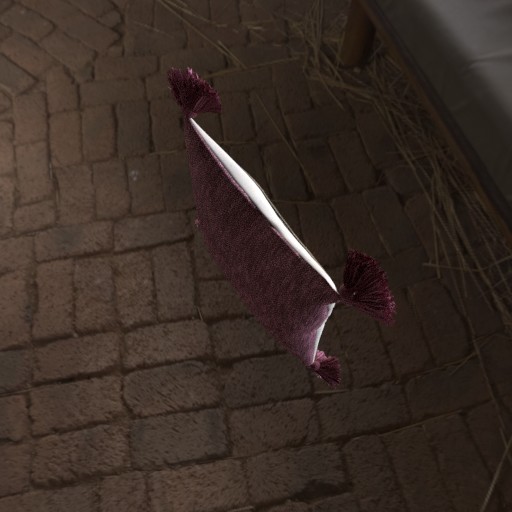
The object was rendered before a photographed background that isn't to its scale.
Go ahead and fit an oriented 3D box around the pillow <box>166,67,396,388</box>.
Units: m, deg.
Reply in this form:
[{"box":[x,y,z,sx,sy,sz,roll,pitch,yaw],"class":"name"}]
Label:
[{"box":[0.000,0.000,1.000,0.138,0.659,0.641,-33,69,-15],"class":"pillow"}]
